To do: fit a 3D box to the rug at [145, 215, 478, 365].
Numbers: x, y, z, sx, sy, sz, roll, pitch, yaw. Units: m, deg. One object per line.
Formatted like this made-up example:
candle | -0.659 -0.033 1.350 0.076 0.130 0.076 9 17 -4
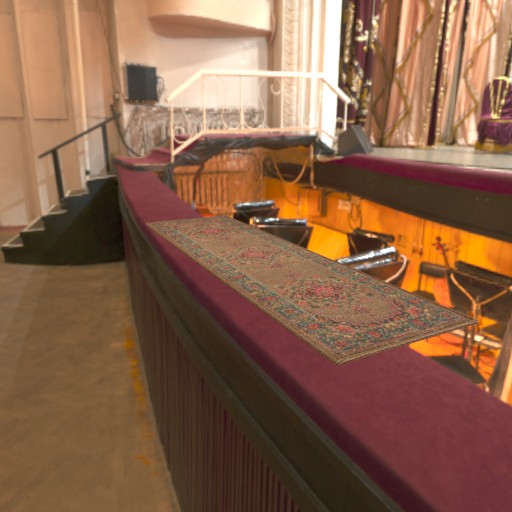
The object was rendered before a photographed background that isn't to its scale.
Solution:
rug | 0.000 0.000 2.466 0.659 0.019 2.297 -8 18 -27
